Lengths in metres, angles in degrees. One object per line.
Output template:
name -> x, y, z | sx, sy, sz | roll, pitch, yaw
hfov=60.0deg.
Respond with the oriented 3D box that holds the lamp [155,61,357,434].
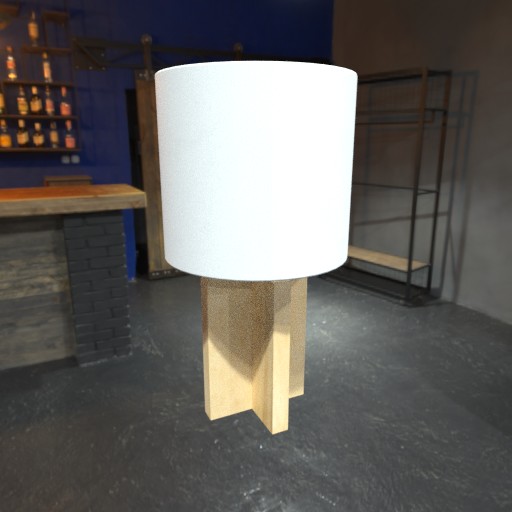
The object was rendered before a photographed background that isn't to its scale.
lamp -> 0.000, 0.000, 0.567 | 0.229, 0.428, 0.229 | -7, 17, -25
